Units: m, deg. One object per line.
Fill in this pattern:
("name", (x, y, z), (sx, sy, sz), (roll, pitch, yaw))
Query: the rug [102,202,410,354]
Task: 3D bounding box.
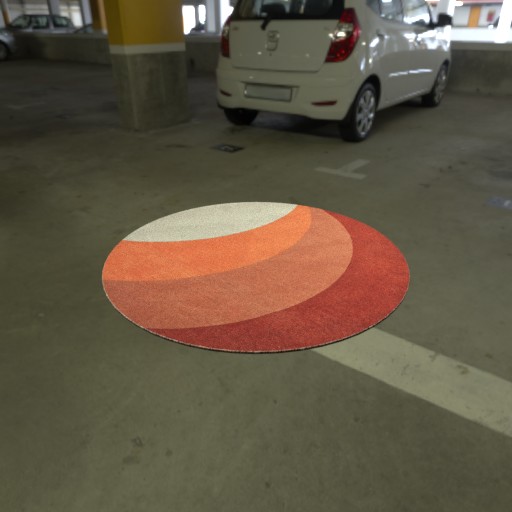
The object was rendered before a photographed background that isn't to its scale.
("rug", (0.000, 0.000, 2.280), (1.514, 0.015, 1.514), (0, 28, 0))
